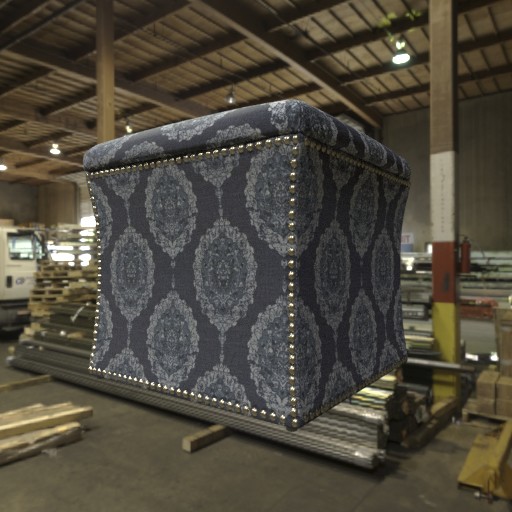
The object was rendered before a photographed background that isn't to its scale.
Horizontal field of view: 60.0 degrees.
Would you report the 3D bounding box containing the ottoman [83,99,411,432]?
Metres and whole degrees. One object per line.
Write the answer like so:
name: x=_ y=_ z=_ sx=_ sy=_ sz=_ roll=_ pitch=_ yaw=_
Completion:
ottoman: x=0.000 y=0.000 z=0.908 sx=0.507 sy=0.475 sz=0.497 roll=0 pitch=0 yaw=36
